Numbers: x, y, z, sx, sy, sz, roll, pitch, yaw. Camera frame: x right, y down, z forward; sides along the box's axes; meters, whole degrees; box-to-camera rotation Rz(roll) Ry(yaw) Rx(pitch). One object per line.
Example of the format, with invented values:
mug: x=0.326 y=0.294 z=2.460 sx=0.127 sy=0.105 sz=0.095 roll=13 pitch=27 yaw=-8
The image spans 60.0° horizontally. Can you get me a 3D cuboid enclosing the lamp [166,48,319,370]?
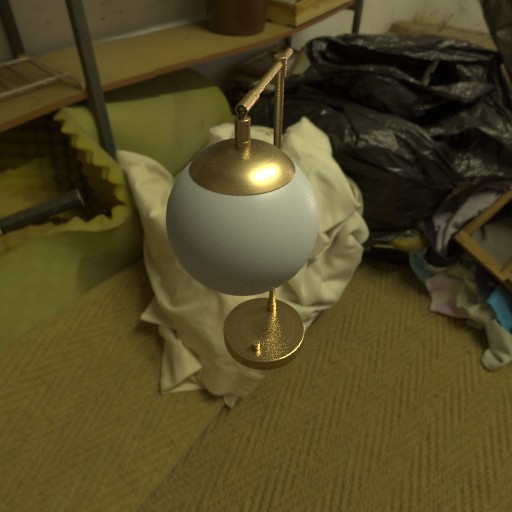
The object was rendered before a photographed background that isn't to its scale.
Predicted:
lamp: x=0.000 y=0.000 z=0.724 sx=0.207 sy=0.559 sz=0.324 roll=12 pitch=43 yaw=13
